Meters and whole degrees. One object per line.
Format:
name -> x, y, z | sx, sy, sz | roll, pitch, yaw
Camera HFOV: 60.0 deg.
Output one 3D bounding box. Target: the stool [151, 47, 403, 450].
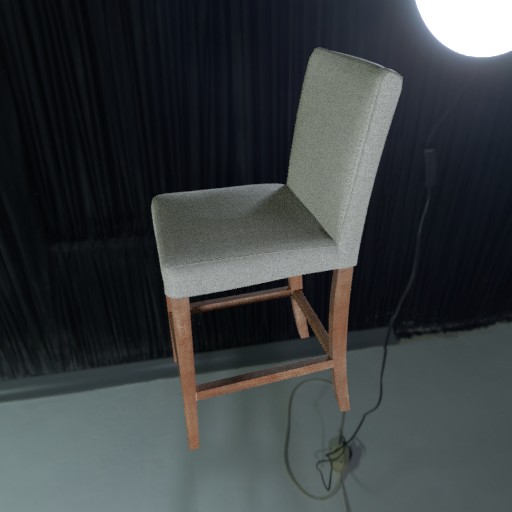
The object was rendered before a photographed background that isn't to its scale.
stool -> 0.000, 0.000, 1.334 | 0.570, 1.088, 0.439 | -8, 32, -13
